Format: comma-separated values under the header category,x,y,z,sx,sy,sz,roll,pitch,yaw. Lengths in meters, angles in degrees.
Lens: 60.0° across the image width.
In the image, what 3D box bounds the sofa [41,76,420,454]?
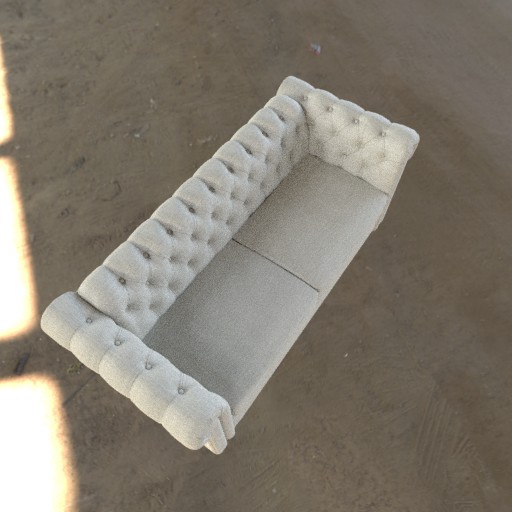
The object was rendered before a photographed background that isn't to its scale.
category,x,y,z,sx,sy,sz,roll,pitch,yaw
sofa,0.000,0.000,2.235,0.783,0.797,1.798,31,64,18
